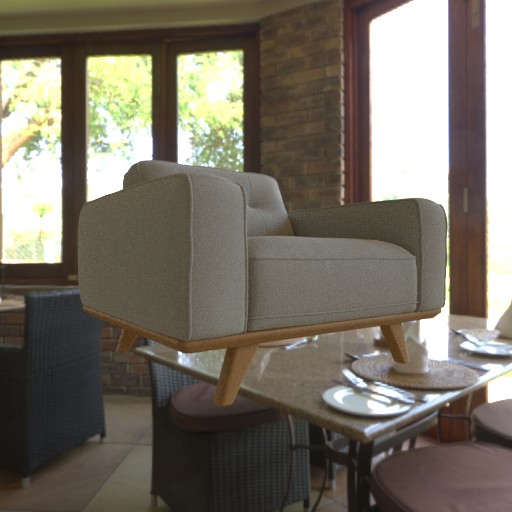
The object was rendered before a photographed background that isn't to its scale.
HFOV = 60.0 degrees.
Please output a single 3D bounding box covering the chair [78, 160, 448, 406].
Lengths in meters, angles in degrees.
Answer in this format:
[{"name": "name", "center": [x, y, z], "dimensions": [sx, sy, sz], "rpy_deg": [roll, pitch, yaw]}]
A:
[{"name": "chair", "center": [0.000, 0.000, 1.699], "dimensions": [1.115, 0.779, 0.953], "rpy_deg": [0, 0, -36]}]
